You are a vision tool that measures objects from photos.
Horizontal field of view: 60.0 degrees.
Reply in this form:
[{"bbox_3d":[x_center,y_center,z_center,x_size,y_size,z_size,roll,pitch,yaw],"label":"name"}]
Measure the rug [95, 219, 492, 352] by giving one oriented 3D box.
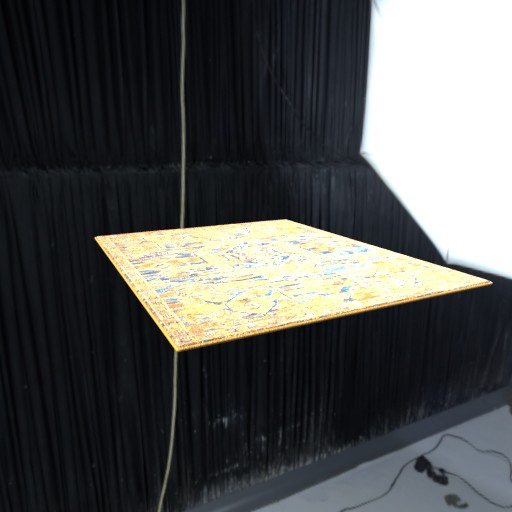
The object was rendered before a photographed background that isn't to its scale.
[{"bbox_3d":[0.000,0.000,4.088,2.435,0.031,3.040,-7,16,-26],"label":"rug"}]
